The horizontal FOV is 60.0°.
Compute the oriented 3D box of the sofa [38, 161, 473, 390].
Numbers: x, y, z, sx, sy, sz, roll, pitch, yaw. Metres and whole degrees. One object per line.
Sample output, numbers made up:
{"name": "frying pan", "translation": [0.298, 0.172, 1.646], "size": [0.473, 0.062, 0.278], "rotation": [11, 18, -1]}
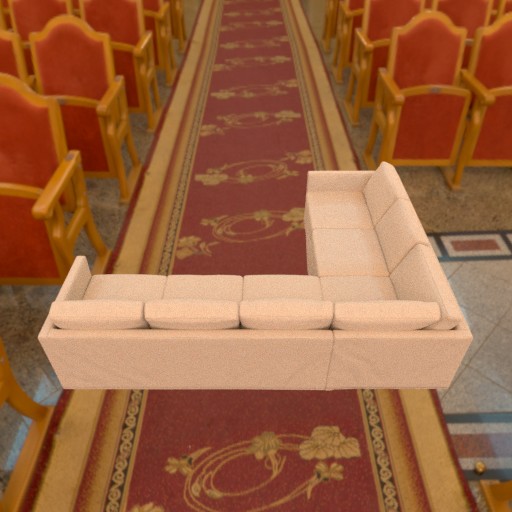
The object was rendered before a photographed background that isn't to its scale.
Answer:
{"name": "sofa", "translation": [0.000, 0.000, 4.282], "size": [3.182, 0.871, 2.432], "rotation": [0, 40, 0]}
